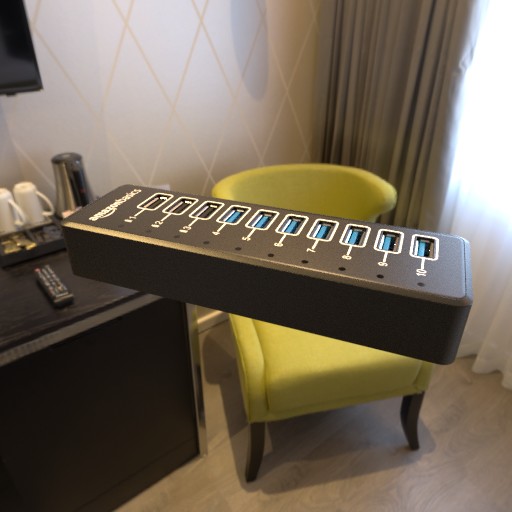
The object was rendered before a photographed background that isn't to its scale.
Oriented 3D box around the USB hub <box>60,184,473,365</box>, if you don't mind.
[{"bbox_3d":[0.000,0.000,0.167,0.145,0.023,0.044,11,33,18],"label":"USB hub"}]
